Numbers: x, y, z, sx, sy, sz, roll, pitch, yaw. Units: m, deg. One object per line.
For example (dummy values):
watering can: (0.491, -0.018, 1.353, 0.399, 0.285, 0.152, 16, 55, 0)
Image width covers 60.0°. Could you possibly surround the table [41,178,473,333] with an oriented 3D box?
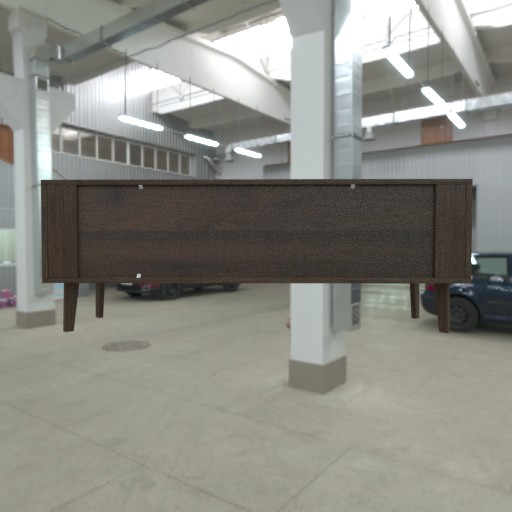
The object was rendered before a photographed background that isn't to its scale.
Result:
table: (0.000, 0.000, 1.641, 1.397, 0.508, 0.405, 0, 2, 1)
